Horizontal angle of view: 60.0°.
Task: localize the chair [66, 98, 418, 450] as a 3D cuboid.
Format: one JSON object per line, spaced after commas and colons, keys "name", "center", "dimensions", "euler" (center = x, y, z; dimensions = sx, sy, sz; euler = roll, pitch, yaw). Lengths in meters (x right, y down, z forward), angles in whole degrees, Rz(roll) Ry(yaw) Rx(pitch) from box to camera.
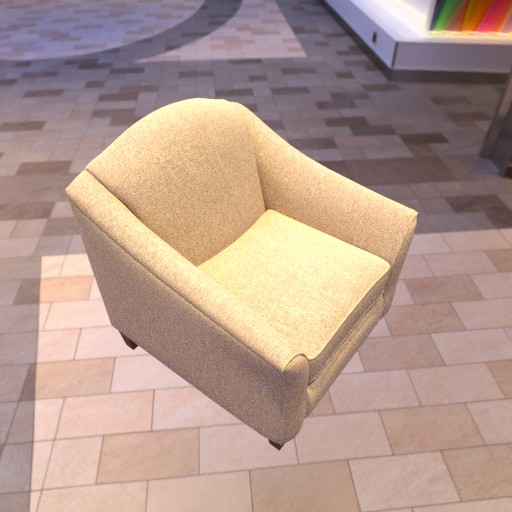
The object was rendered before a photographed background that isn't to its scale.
{"name": "chair", "center": [0.000, 0.000, 1.471], "dimensions": [0.787, 0.839, 0.763], "euler": [27, 48, 27]}
